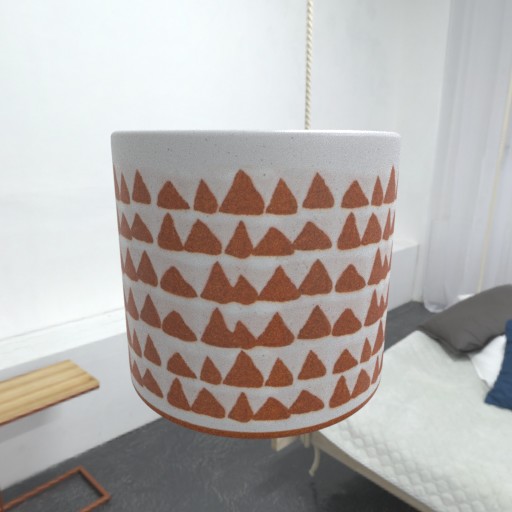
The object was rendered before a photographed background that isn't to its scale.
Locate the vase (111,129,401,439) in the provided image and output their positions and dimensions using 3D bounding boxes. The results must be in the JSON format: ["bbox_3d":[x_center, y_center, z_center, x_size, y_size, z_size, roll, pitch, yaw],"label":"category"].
[{"bbox_3d":[0.000,0.000,0.234,0.137,0.127,0.137,0,15,0],"label":"vase"}]
